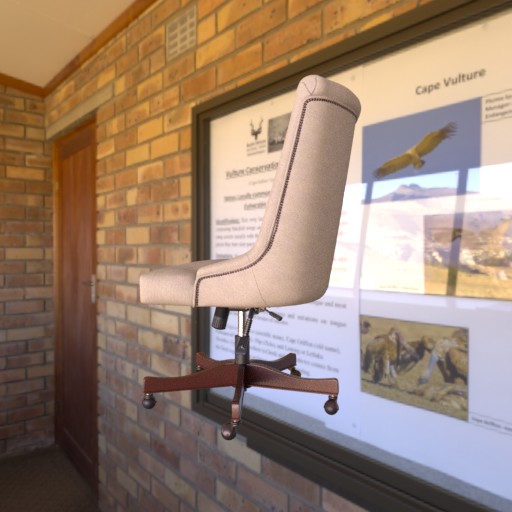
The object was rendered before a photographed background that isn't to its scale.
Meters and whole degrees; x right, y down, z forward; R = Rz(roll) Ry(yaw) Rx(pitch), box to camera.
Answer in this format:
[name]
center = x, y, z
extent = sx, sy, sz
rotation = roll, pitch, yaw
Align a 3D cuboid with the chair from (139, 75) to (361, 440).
[chair]
center = 0.000, 0.000, 1.508
extent = 0.696, 1.010, 0.645
rotation = 0, 1, 17
